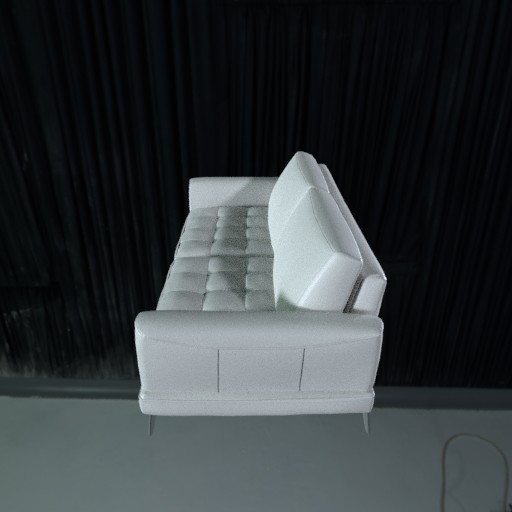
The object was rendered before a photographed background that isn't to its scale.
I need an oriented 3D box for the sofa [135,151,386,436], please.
[{"bbox_3d":[0.000,0.000,2.832,1.121,0.930,2.177,0,27,-1],"label":"sofa"}]
